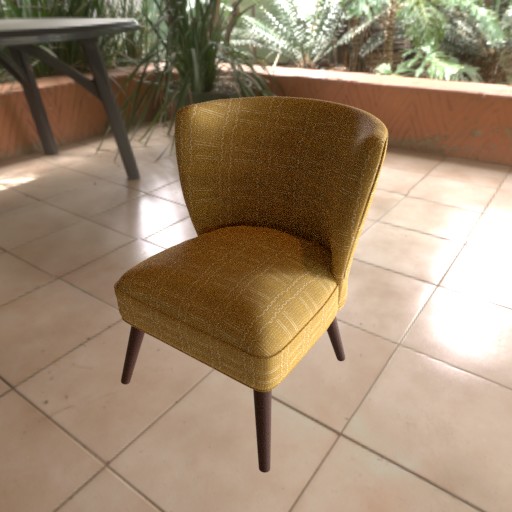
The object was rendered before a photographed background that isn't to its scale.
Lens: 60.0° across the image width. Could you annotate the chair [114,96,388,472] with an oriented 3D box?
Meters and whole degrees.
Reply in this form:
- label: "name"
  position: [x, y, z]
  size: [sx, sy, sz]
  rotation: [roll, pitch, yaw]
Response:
- label: "chair"
  position: [0.000, 0.000, 1.433]
  size: [0.706, 0.866, 0.758]
  rotation: [19, 35, 30]
